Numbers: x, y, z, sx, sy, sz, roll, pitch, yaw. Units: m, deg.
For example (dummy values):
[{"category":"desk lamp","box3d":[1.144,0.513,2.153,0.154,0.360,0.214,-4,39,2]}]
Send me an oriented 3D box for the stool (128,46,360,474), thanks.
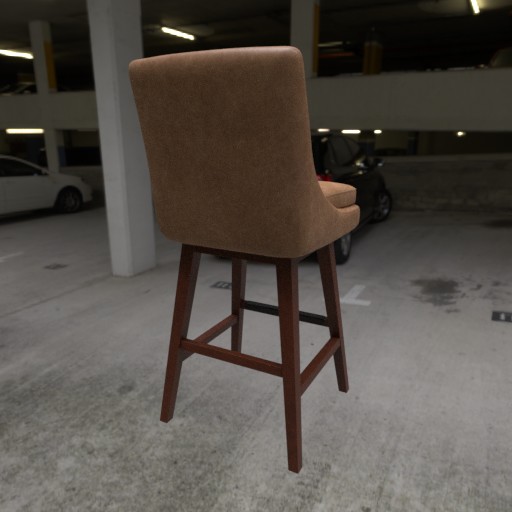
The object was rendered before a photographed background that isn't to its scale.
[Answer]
[{"category":"stool","box3d":[0.000,0.000,1.355,0.487,1.079,0.572,9,18,27]}]
